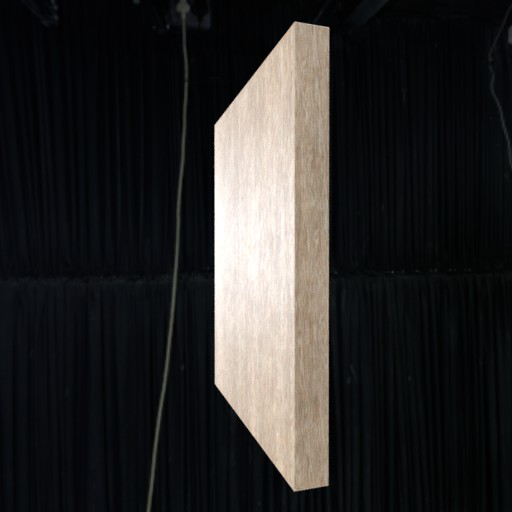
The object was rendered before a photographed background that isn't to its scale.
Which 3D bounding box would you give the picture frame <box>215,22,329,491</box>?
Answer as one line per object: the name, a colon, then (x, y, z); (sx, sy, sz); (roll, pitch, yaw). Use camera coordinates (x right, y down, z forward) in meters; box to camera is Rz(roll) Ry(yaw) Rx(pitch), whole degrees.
picture frame: (0.000, 0.000, 0.705); (0.043, 0.526, 0.424); (0, 1, -17)
